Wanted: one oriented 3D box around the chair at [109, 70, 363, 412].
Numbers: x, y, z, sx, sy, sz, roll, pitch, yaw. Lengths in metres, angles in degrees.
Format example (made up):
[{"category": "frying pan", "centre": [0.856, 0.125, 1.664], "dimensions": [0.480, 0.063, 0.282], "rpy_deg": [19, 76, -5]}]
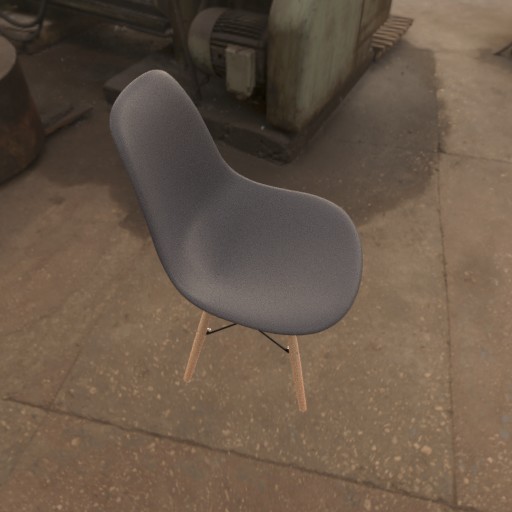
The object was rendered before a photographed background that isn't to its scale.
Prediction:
[{"category": "chair", "centre": [0.000, 0.000, 1.128], "dimensions": [0.533, 0.826, 0.470], "rpy_deg": [12, 48, 10]}]
